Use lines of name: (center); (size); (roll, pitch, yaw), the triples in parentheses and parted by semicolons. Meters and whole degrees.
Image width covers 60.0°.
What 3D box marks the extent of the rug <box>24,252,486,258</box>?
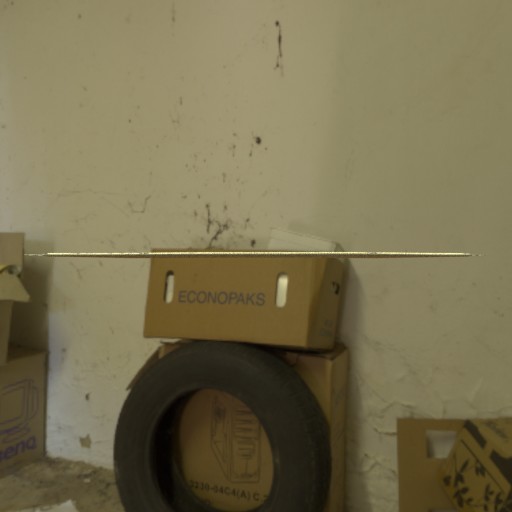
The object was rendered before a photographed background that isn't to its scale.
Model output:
rug: (0.000, 0.000, 3.934); (3.027, 0.028, 2.125); (0, -1, -1)
